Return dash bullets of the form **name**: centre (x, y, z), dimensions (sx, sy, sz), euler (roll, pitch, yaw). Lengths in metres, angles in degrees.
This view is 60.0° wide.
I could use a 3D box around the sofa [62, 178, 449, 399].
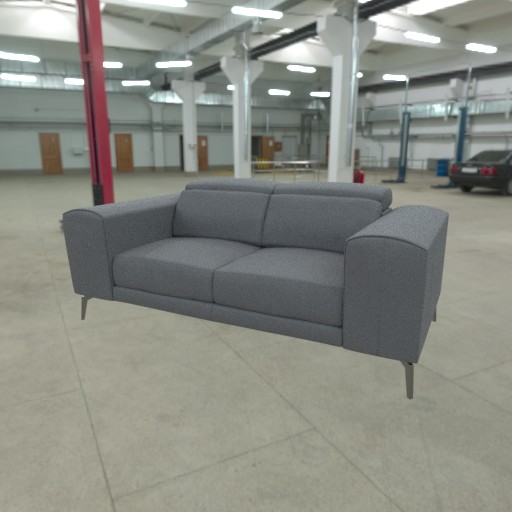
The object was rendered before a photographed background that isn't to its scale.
- **sofa**: centre (0.000, 0.000, 2.458), dimensions (1.895, 0.779, 1.003), euler (7, 16, 26)
